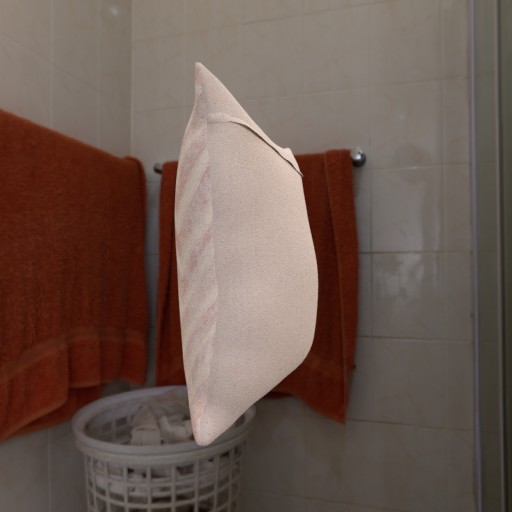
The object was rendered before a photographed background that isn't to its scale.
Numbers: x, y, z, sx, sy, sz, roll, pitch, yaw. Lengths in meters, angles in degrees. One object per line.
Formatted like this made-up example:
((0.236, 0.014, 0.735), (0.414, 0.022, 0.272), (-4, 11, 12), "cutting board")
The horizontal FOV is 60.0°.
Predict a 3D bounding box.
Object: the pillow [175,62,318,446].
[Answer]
((0.000, 0.000, 0.697), (0.182, 0.441, 0.440), (0, -1, 18), "pillow")
